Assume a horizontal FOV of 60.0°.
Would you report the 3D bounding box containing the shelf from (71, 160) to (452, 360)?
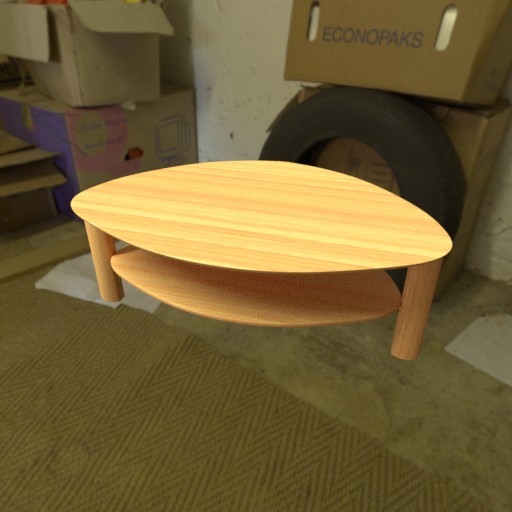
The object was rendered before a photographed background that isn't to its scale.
[{"bbox_3d":[0.000,0.000,1.634,1.246,0.440,0.845,9,32,14],"label":"shelf"}]
